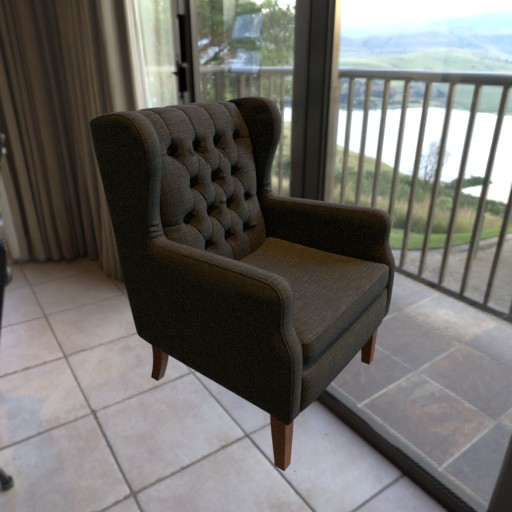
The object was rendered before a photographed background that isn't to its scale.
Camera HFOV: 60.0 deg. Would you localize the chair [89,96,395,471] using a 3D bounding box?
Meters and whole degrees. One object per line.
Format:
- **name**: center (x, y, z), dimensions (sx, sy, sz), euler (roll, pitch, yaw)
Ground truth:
- **chair**: center (0.000, 0.000, 1.491), dimensions (0.775, 0.953, 0.711), euler (17, 30, 33)
